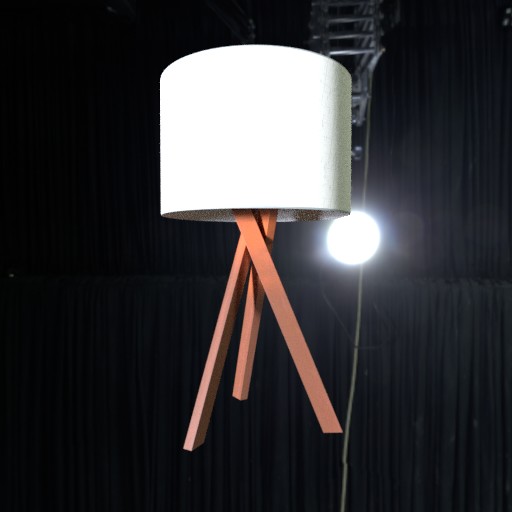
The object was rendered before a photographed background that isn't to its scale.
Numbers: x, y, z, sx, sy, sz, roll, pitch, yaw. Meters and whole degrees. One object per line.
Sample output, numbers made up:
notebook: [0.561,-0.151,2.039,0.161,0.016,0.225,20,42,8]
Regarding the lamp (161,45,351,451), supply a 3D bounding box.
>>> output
lamp: [0.000,0.000,0.908,0.380,0.686,0.380,0,1,0]
